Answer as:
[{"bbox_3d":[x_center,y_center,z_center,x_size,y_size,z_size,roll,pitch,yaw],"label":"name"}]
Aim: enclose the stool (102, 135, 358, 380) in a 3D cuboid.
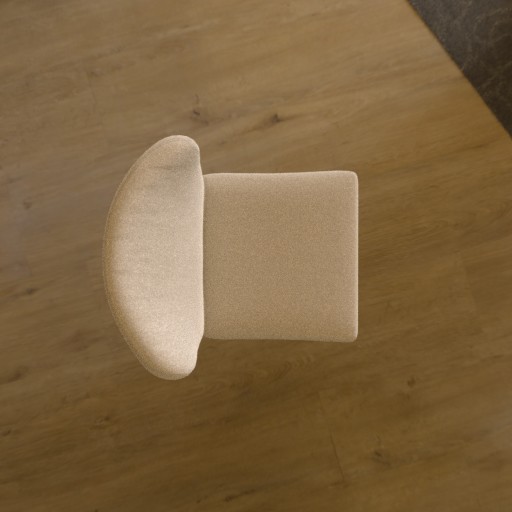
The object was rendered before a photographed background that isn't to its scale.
[{"bbox_3d":[0.000,0.000,1.296,0.568,0.968,0.479,0,91,0],"label":"stool"}]
